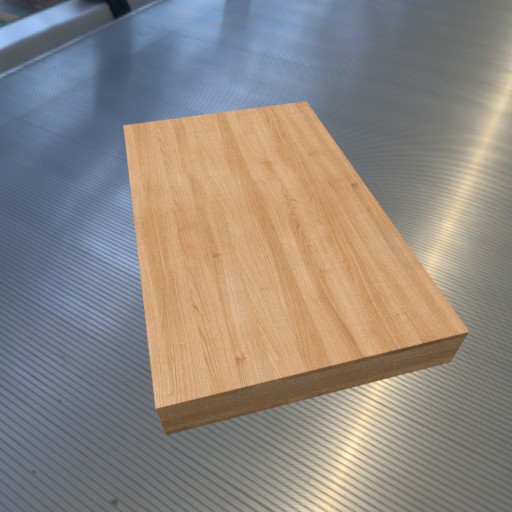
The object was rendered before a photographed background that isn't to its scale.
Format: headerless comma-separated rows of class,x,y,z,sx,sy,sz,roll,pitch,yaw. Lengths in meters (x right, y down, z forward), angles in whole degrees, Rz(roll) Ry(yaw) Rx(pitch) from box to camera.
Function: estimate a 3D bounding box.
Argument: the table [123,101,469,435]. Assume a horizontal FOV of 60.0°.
table,0.000,0.000,1.456,0.700,0.440,1.100,-11,47,-10
